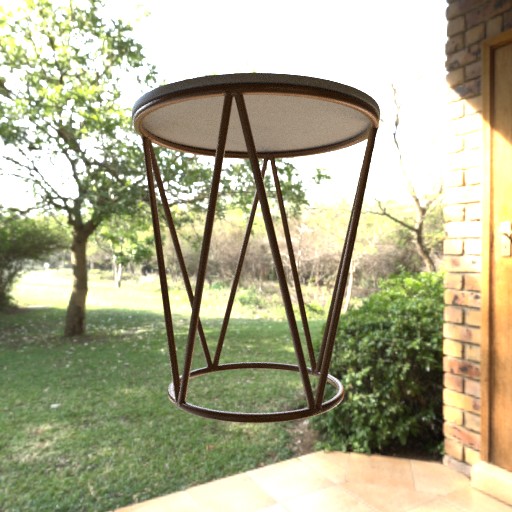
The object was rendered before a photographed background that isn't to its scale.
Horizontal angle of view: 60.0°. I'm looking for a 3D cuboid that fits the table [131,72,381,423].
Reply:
[{"bbox_3d":[0.000,0.000,0.927,0.500,0.564,0.500,0,1,0],"label":"table"}]
